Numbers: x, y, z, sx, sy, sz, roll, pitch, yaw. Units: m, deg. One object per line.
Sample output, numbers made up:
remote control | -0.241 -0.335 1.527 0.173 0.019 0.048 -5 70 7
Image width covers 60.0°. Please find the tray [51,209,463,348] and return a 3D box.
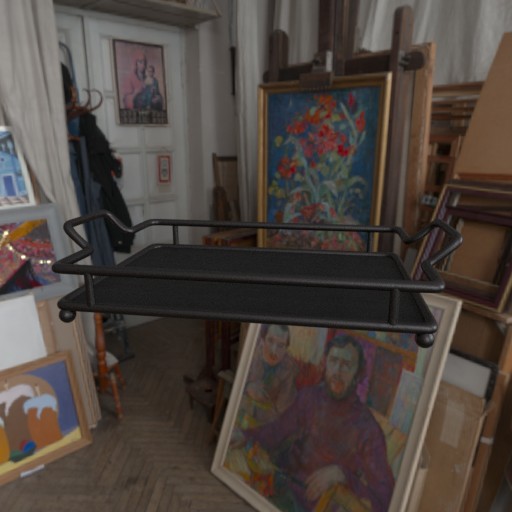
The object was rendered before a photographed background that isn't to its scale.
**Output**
tray | 0.000 0.000 0.602 0.495 0.101 0.297 2 15 9
